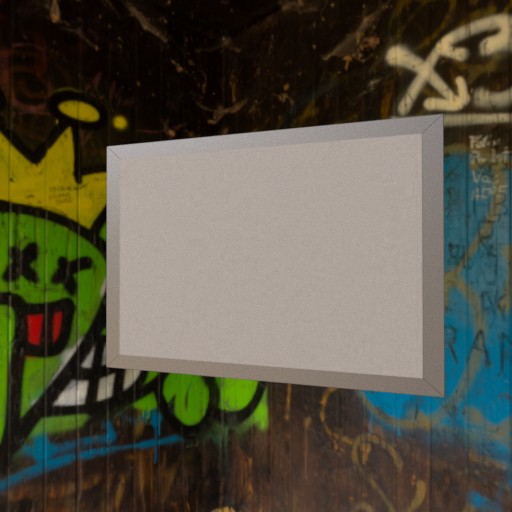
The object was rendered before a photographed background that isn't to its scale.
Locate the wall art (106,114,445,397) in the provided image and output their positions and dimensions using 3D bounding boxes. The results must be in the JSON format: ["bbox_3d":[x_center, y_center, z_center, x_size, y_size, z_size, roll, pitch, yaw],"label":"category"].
[{"bbox_3d":[0.000,0.000,0.552,0.432,0.306,0.016,0,-1,18],"label":"wall art"}]
